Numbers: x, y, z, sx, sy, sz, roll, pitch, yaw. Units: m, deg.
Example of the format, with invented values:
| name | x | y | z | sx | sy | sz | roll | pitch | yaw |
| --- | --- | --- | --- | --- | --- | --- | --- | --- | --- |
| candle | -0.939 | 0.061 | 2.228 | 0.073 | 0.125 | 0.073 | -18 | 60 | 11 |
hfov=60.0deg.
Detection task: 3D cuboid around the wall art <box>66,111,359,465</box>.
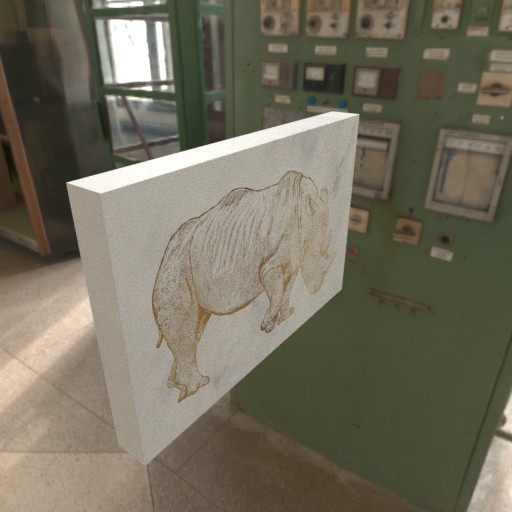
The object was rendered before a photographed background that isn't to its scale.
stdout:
| name | x | y | z | sx | sy | sz | roll | pitch | yaw |
| --- | --- | --- | --- | --- | --- | --- | --- | --- | --- |
| wall art | 0.000 | 0.000 | 0.484 | 0.038 | 0.254 | 0.381 | 19 | 32 | 32 |
